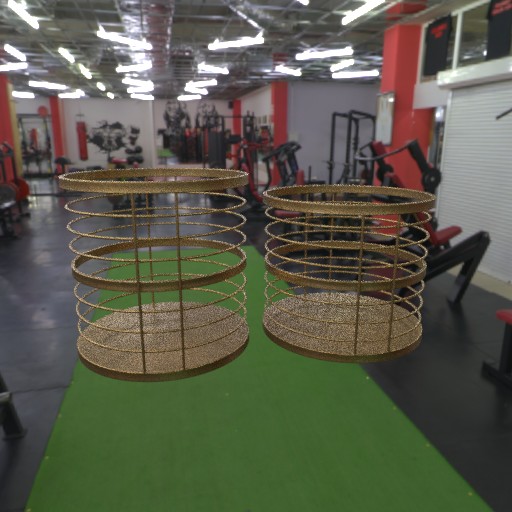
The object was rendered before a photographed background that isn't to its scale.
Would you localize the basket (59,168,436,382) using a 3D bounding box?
[{"bbox_3d":[0.000,0.000,0.942,0.746,0.351,0.356,-3,15,-10],"label":"basket"}]
